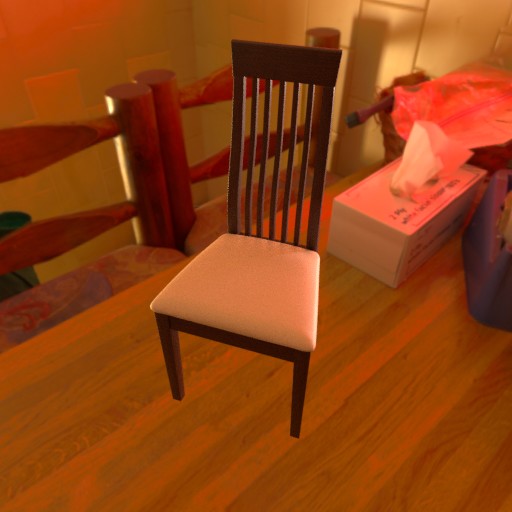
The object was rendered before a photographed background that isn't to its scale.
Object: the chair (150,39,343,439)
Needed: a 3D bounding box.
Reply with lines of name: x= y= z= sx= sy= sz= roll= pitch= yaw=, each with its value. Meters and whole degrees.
chair: x=0.000 y=0.000 z=1.282 sx=0.460 sy=1.027 sz=0.474 roll=12 pitch=42 yaw=14
